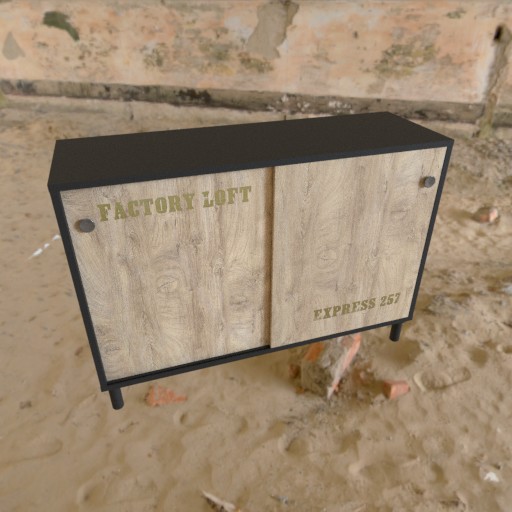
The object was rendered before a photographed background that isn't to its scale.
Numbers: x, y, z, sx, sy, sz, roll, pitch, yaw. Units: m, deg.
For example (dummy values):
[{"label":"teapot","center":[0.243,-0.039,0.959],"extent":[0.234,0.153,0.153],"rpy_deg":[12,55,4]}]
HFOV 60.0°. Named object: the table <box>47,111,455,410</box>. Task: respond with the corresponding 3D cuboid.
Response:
[{"label":"table","center":[0.000,0.000,1.620],"extent":[1.200,0.855,0.400],"rpy_deg":[-10,33,-15]}]
